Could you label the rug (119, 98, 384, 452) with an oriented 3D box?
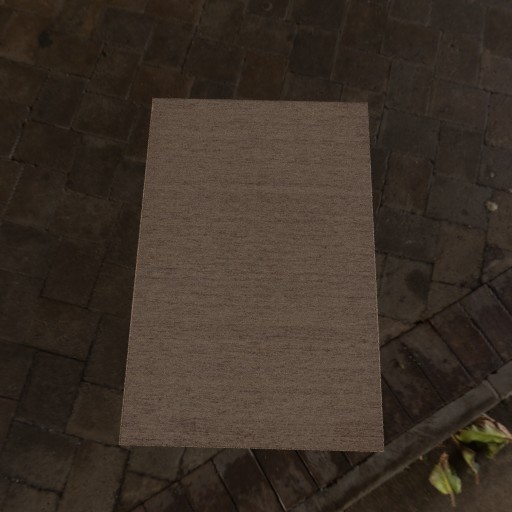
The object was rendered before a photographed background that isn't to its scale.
[{"bbox_3d":[0.000,0.000,2.288,1.225,0.013,1.840,1,75,0],"label":"rug"}]
